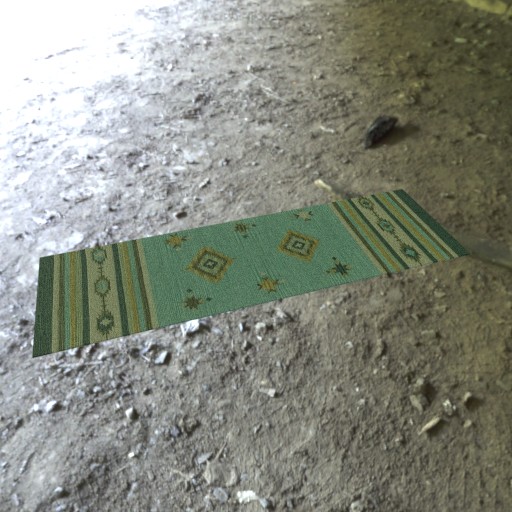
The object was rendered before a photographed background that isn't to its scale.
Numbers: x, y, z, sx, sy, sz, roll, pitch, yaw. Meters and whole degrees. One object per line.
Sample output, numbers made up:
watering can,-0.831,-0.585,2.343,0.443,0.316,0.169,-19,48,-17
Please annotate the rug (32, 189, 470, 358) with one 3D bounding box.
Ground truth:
rug,0.000,0.000,2.628,2.441,0.010,0.744,-12,42,-13
